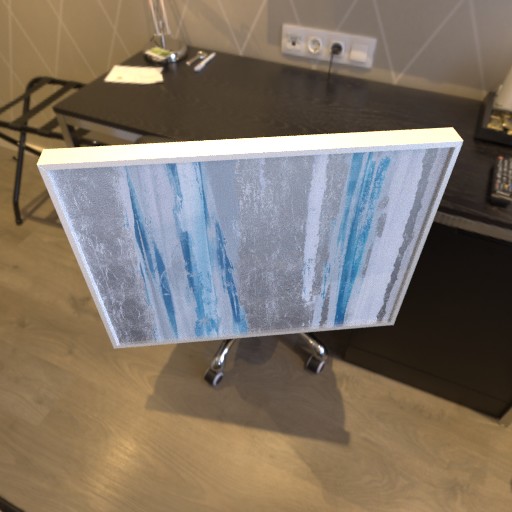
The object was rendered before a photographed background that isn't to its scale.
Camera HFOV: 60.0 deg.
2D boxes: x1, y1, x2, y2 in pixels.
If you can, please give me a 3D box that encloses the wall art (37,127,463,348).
[{"bbox_3d":[0.000,0.000,1.404,1.056,0.801,0.066,-4,46,-4],"label":"wall art"}]
